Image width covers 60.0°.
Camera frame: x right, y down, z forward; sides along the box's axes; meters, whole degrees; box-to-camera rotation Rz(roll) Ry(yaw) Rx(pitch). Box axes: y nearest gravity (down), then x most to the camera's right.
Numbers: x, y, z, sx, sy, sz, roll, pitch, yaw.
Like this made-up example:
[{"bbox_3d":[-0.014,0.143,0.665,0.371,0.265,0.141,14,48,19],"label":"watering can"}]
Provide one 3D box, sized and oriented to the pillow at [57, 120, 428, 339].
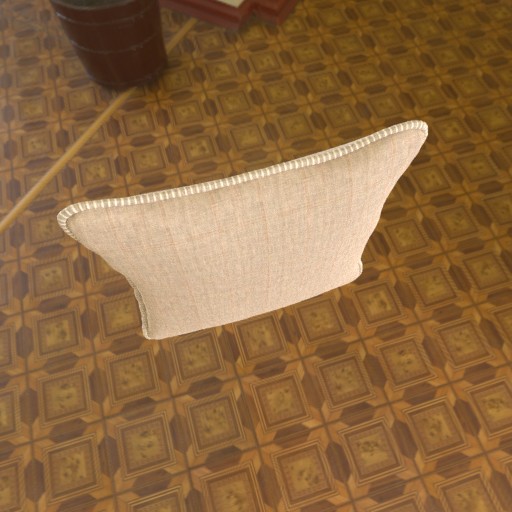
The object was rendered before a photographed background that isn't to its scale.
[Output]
[{"bbox_3d":[0.000,0.000,0.749,0.485,0.494,0.124,-16,63,-8],"label":"pillow"}]
